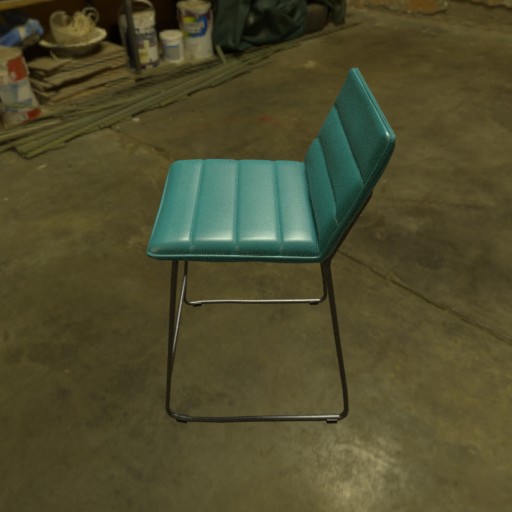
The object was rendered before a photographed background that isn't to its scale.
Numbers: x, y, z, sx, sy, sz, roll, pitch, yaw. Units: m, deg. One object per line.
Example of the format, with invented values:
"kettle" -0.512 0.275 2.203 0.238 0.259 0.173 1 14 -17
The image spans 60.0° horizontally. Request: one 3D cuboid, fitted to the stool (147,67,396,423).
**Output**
"stool" 0.000 0.000 1.184 0.524 0.866 0.489 0 41 0
